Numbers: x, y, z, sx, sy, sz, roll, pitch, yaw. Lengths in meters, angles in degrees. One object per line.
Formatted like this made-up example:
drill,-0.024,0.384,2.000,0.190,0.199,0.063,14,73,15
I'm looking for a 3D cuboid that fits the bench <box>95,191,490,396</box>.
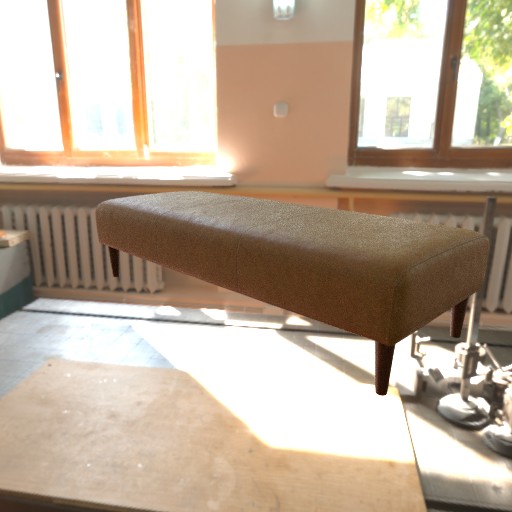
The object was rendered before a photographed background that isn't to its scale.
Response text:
bench,0.000,0.000,1.846,0.653,0.399,1.610,-15,21,-43
